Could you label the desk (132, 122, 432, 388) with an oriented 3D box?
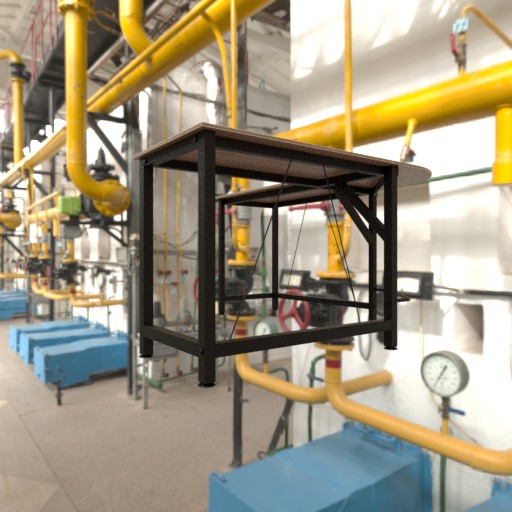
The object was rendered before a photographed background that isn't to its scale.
[{"bbox_3d":[0.000,0.000,2.231,1.400,0.762,1.400,0,0,-36],"label":"desk"}]
